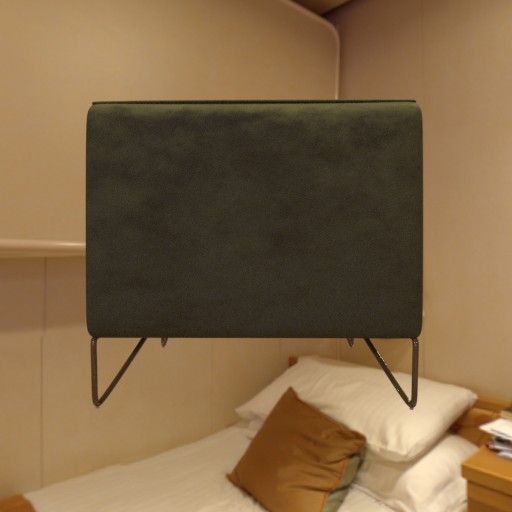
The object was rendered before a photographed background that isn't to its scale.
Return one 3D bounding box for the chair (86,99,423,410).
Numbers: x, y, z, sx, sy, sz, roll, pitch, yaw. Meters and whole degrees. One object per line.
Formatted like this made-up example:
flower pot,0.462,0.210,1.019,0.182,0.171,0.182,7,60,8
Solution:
chair,0.000,0.000,1.550,0.880,0.790,0.894,0,-1,1
